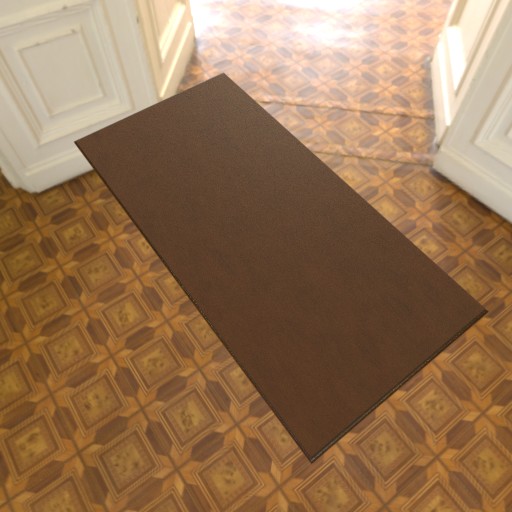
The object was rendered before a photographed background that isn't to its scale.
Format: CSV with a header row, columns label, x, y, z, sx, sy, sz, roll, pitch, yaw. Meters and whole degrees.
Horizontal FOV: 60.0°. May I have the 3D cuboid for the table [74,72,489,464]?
label,x,y,z,sx,sy,sz,roll,pitch,yaw
table,0.000,0.000,1.482,0.594,0.459,1.197,-32,64,-18
